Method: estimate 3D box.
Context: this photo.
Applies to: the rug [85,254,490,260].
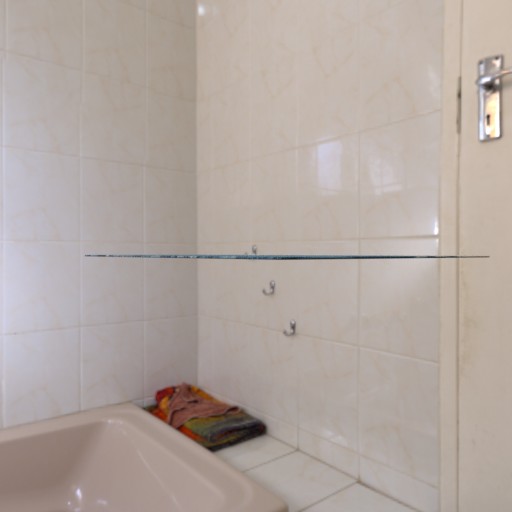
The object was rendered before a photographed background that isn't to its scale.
[{"bbox_3d":[0.000,0.000,2.318,1.232,0.009,1.836,0,0,-37],"label":"rug"}]
